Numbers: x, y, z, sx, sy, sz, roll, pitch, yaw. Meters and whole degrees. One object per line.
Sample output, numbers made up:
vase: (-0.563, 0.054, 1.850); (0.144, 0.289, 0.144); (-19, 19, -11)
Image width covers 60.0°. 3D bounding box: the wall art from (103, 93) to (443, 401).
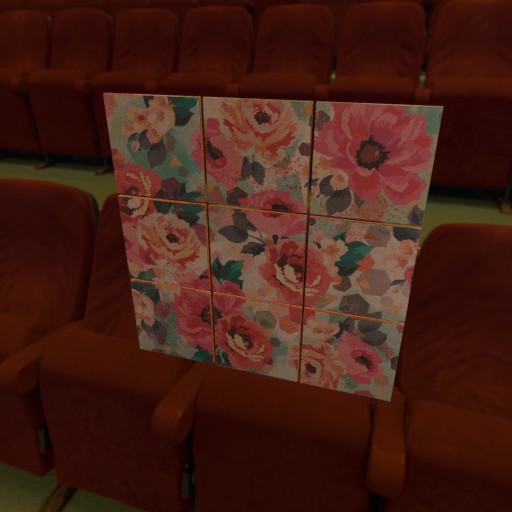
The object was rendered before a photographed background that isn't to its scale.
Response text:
wall art: (0.000, 0.000, 1.354); (0.911, 0.910, 0.012); (8, 28, 15)
